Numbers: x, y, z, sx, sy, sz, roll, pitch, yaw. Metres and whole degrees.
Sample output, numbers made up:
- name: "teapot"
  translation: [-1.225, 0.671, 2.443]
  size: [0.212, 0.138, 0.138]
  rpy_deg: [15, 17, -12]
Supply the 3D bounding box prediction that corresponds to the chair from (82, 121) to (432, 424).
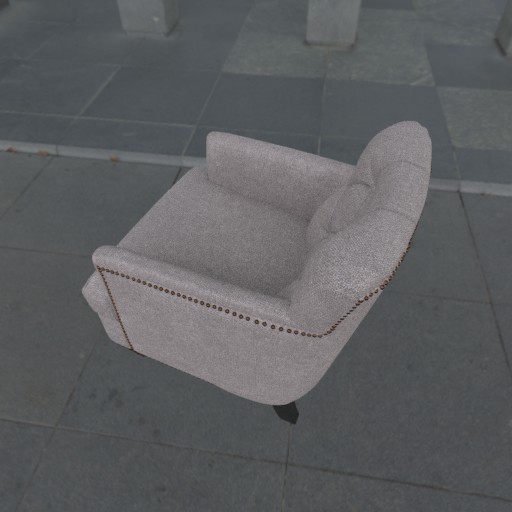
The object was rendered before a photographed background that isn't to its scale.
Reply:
- name: "chair"
  translation: [0.000, 0.000, 1.475]
  size: [0.902, 0.823, 0.737]
  rpy_deg: [18, 49, 16]
